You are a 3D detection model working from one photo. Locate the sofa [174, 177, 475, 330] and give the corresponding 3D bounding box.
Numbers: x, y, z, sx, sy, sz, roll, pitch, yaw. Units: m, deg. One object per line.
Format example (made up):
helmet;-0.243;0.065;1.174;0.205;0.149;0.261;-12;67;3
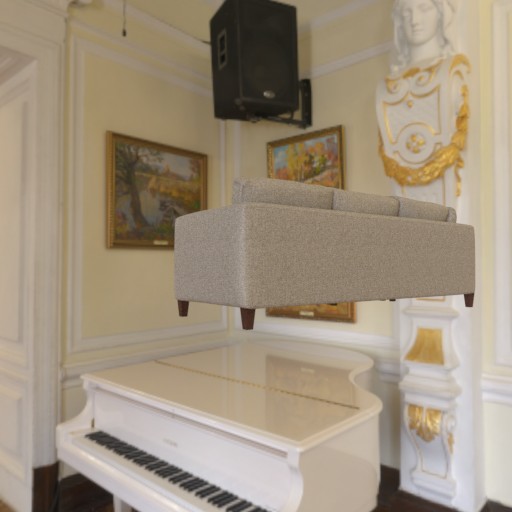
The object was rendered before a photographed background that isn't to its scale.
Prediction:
sofa;0.000;0.000;4.581;2.593;0.947;3.302;1;-2;-36
